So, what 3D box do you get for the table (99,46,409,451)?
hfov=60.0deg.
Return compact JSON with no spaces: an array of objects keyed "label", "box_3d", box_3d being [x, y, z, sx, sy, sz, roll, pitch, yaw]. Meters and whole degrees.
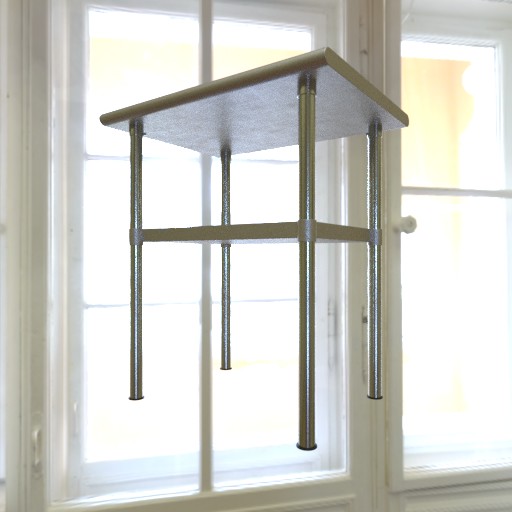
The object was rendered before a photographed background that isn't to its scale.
[{"label":"table","box_3d":[0.000,0.000,1.370,0.762,0.876,0.584,0,0,35]}]
